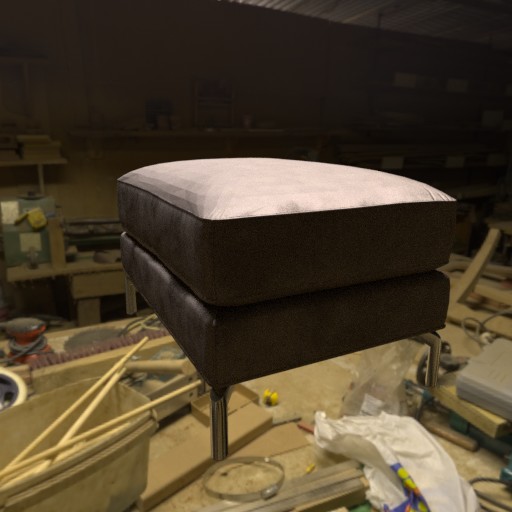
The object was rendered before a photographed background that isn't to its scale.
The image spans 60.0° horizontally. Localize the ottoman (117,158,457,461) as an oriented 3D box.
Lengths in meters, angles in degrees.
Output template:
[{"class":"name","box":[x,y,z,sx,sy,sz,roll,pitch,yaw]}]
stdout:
[{"class":"ottoman","box":[0.000,0.000,1.065,0.520,0.456,0.719,-7,17,-26]}]
